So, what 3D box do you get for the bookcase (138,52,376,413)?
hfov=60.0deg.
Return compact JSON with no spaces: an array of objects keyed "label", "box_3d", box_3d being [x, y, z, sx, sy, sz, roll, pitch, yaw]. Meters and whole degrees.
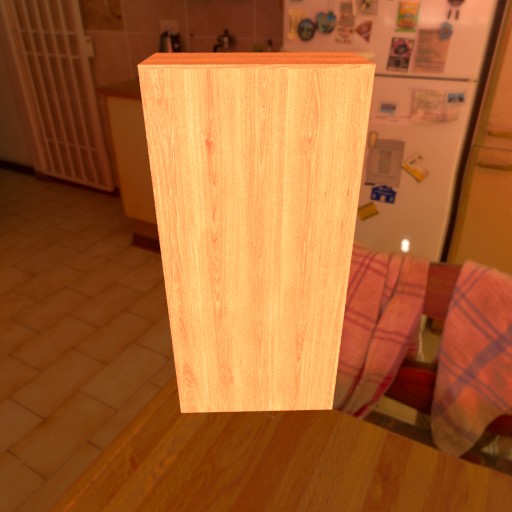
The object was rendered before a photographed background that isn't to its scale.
[{"label":"bookcase","box_3d":[0.000,0.000,2.461,0.950,2.020,0.420,-1,30,-1]}]
